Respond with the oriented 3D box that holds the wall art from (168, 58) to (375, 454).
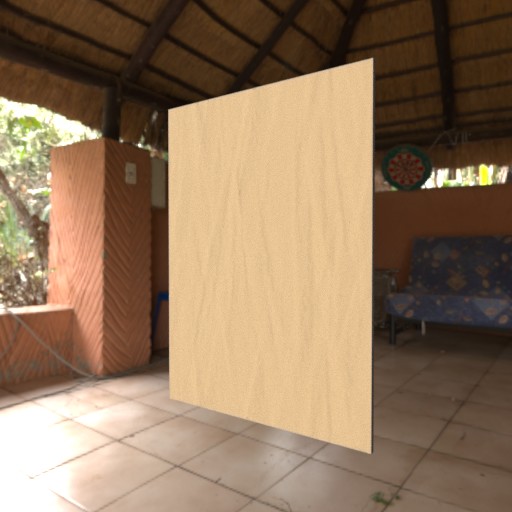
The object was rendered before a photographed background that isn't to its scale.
[{"bbox_3d":[0.000,0.000,1.486,0.810,1.116,0.016,1,1,35],"label":"wall art"}]
